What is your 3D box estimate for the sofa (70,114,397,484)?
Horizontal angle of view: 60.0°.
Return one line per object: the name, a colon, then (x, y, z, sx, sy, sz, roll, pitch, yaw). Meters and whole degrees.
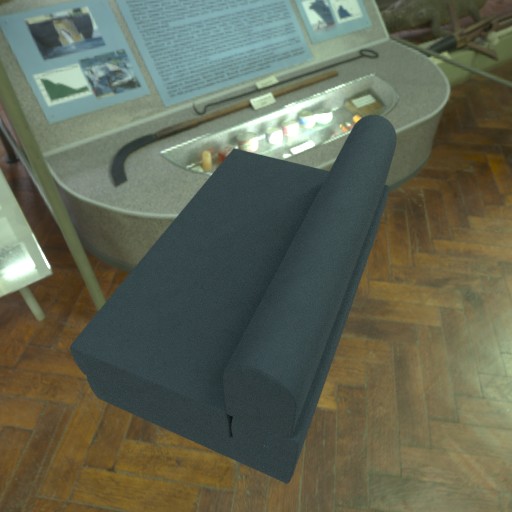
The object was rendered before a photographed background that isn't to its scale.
sofa: (0.000, 0.000, 1.659, 0.762, 0.660, 1.219, 17, 49, 16)
